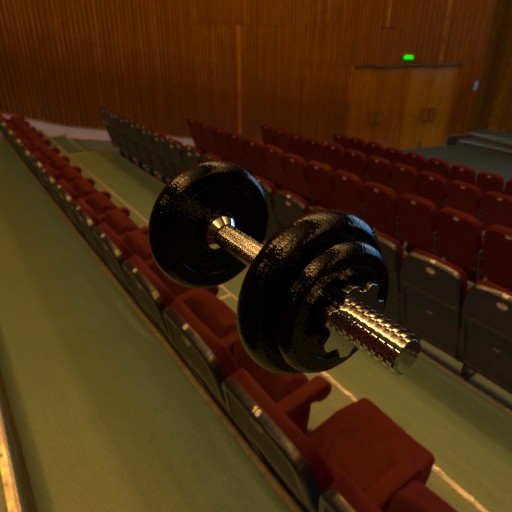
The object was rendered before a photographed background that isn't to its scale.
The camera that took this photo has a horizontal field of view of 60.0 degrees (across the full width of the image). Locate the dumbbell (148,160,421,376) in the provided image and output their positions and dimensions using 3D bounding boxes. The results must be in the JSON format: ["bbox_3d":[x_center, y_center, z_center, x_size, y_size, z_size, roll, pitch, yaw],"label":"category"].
[{"bbox_3d":[0.000,0.000,0.591,0.202,0.202,0.497,-18,32,-30],"label":"dumbbell"}]
